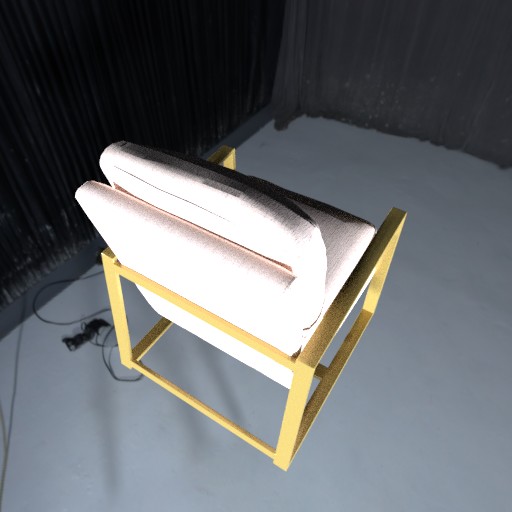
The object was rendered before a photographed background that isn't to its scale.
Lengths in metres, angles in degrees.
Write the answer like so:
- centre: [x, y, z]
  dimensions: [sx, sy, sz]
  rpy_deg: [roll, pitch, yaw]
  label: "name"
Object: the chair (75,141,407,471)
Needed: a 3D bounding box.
- centre: [0.000, 0.000, 1.511]
  dimensions: [0.758, 0.956, 0.813]
  rpy_deg: [25, 52, 22]
  label: "chair"
